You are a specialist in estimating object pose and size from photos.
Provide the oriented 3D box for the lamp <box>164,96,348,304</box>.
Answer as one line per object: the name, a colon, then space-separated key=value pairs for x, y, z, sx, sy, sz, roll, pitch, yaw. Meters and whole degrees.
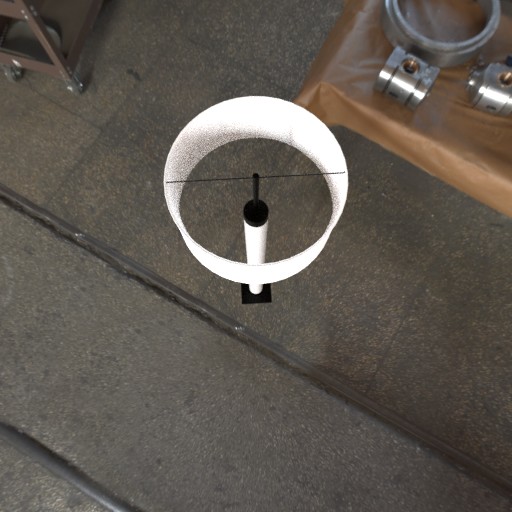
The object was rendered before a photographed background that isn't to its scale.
lamp: x=0.000 y=0.000 z=1.710 sx=0.420 sy=1.475 sz=0.420 roll=-3 pitch=76 yaw=-1
